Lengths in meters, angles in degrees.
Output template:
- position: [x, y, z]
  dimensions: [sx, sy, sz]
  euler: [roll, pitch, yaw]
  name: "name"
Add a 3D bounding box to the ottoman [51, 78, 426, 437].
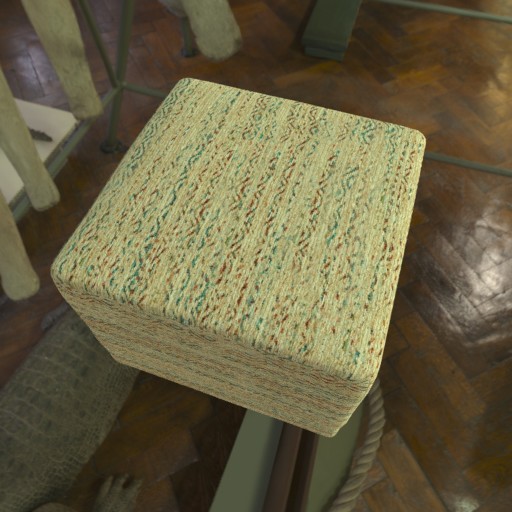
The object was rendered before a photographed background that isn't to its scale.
- position: [0.000, 0.000, 0.913]
  dimensions: [0.521, 0.453, 0.512]
  euler: [16, 60, 10]
  name: "ottoman"
